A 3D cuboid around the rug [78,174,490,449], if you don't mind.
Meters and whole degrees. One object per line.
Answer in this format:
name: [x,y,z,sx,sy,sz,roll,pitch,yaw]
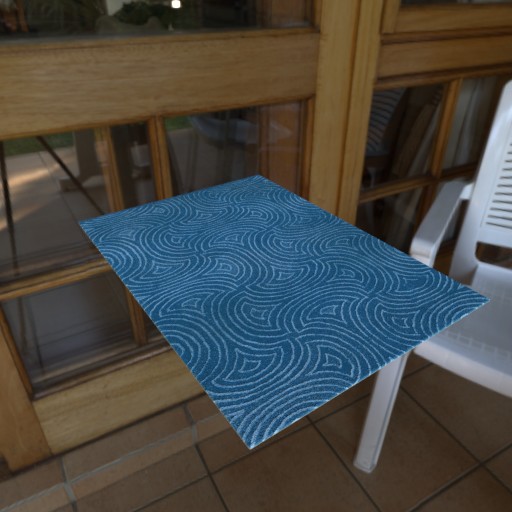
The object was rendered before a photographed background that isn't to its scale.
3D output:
rug: [0.000,0.000,2.730,1.543,0.015,2.144,-20,37,-29]
